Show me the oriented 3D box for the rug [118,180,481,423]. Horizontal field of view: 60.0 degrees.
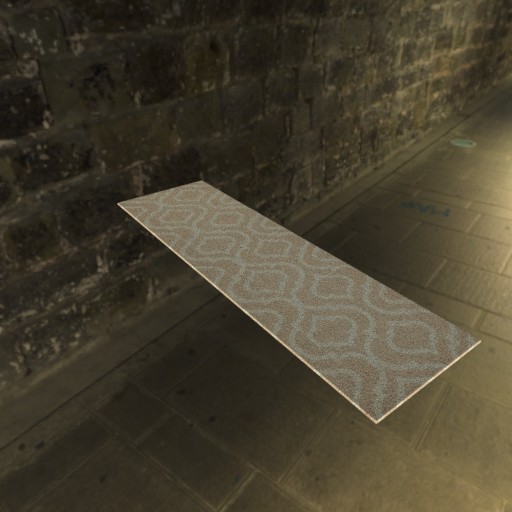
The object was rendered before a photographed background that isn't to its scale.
[{"bbox_3d":[0.000,0.000,2.501,0.691,0.013,2.289,-22,38,-31],"label":"rug"}]
